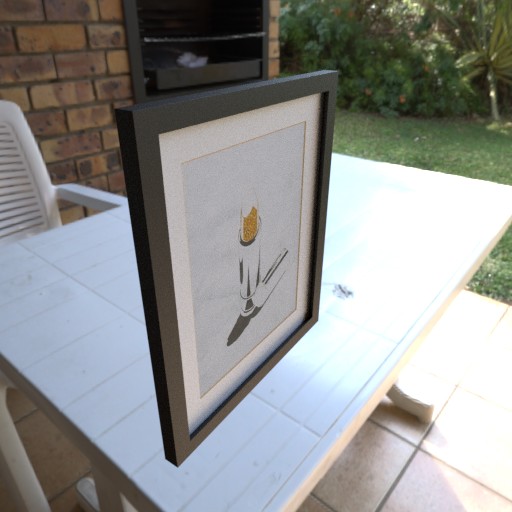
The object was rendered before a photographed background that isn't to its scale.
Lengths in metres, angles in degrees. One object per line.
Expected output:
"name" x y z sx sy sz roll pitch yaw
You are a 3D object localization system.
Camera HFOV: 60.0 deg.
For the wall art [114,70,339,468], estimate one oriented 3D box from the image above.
"wall art" 0.000 0.000 0.525 0.019 0.381 0.330 18 33 30
